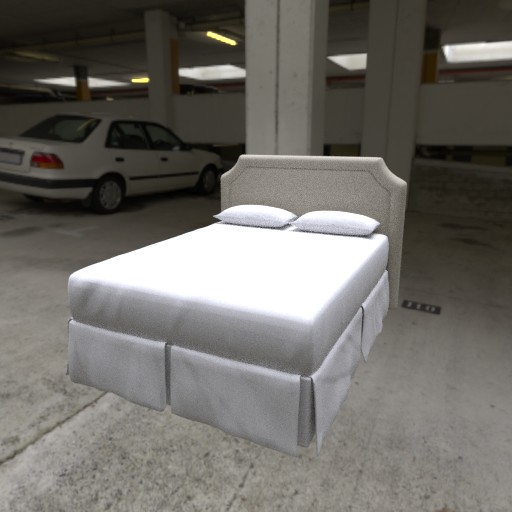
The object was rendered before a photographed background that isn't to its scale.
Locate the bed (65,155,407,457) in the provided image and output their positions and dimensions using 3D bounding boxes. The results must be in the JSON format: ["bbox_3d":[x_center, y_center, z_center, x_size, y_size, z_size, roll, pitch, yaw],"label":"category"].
[{"bbox_3d":[0.000,0.000,3.101,1.693,1.290,2.116,7,17,25],"label":"bed"}]
